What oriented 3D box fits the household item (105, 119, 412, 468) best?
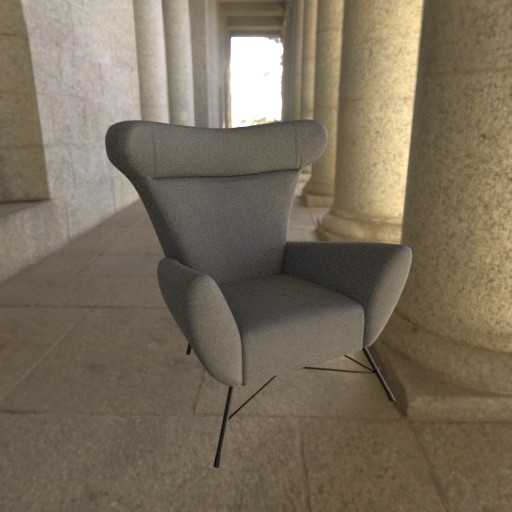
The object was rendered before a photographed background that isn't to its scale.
[{"bbox_3d":[0.000,0.000,1.789,0.980,1.050,0.900,-9,19,-26],"label":"household item"}]
